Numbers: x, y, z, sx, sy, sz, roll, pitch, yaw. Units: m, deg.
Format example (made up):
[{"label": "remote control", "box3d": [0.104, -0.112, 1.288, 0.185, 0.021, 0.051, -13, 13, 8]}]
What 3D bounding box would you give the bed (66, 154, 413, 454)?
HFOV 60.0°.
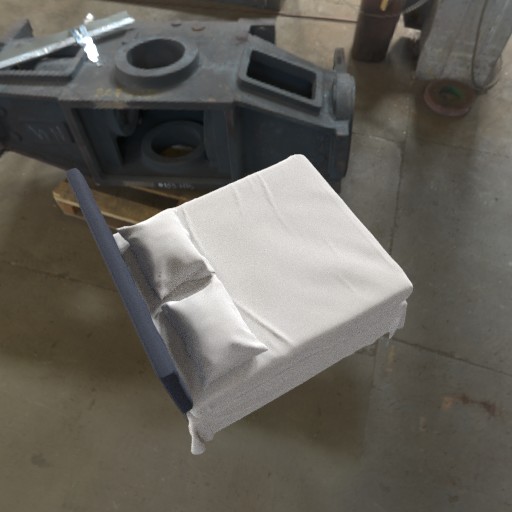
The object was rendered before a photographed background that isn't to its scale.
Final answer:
[{"label": "bed", "box3d": [0.000, 0.000, 3.547, 2.222, 1.577, 1.936, -26, 62, -15]}]
